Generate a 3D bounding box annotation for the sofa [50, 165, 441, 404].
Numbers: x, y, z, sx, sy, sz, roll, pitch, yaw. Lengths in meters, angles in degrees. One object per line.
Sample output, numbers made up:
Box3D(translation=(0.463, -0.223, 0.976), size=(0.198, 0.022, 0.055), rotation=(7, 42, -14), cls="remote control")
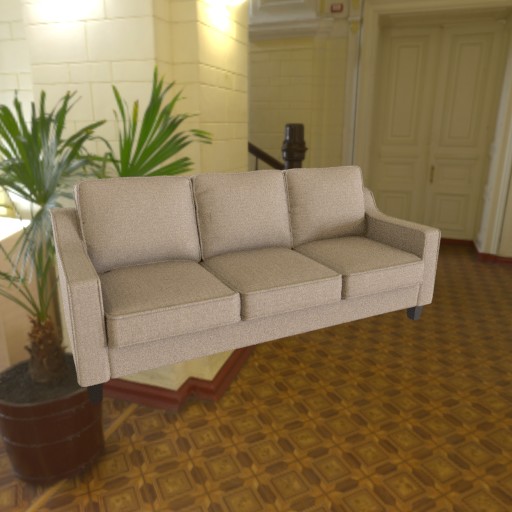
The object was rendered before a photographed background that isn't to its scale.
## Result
Box3D(translation=(0.000, 0.000, 2.629), size=(2.129, 0.950, 0.899), rotation=(-8, 19, -26), cls="sofa")
